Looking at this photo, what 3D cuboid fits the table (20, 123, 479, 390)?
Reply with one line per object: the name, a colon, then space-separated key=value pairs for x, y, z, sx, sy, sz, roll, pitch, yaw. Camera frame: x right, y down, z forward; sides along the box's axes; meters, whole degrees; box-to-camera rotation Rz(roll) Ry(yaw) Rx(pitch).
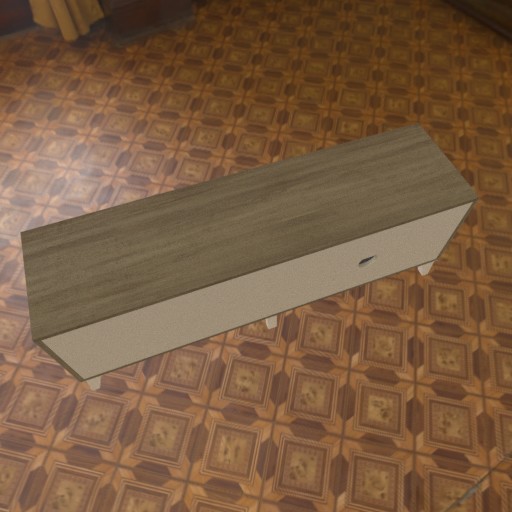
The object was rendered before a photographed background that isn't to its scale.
table: x=0.000 y=0.000 z=1.716 sx=1.500 sy=0.530 sz=0.400 roll=-17 pitch=60 yaw=-11
